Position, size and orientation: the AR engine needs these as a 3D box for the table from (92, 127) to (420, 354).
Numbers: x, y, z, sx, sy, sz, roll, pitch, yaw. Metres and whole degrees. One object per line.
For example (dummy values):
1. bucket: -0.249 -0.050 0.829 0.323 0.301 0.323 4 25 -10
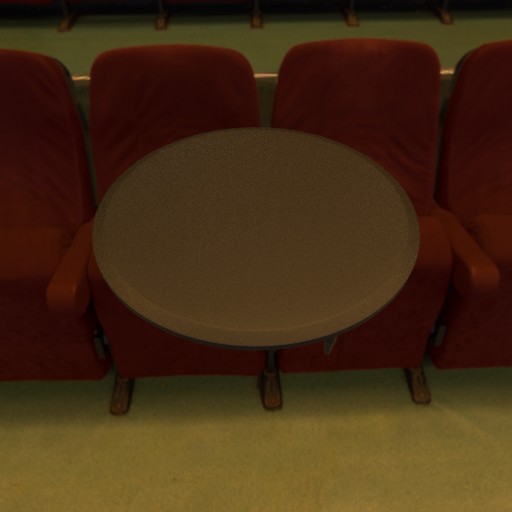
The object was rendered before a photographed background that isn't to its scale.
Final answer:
1. table: 0.000 0.000 1.392 0.900 0.400 0.900 0 46 0
